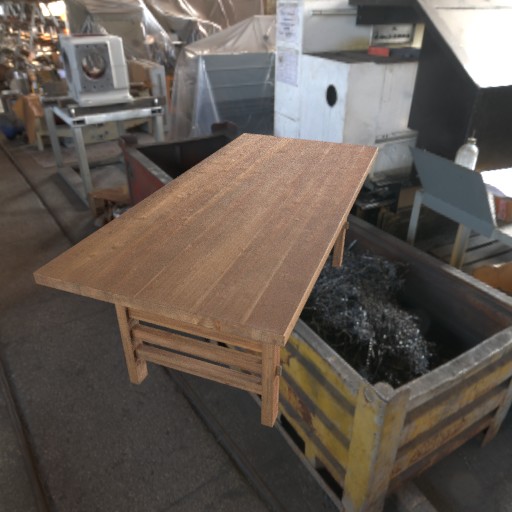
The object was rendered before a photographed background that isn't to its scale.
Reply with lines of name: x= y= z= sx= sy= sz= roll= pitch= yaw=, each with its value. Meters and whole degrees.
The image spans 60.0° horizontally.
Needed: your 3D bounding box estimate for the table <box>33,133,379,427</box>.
table: x=0.000 y=0.000 z=2.447 sx=0.952 sy=0.760 sz=2.003 roll=11 pitch=32 yaw=18
